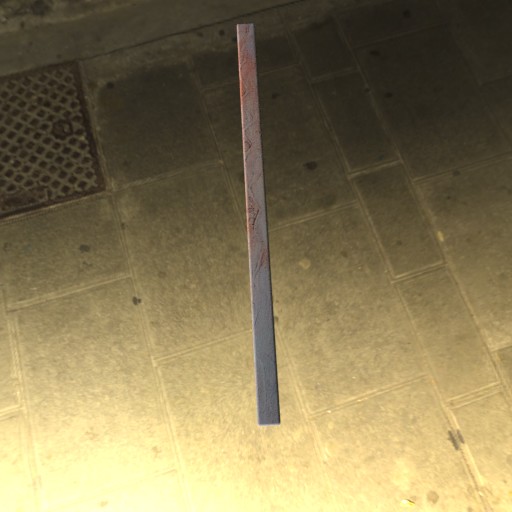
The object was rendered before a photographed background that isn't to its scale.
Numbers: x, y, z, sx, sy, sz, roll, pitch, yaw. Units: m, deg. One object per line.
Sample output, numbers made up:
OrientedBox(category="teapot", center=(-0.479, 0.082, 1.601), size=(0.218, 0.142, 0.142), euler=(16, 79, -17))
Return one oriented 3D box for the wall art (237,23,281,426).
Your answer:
OrientedBox(category="wall art", center=(0.000, 0.000, 1.131), size=(0.035, 0.747, 0.747), euler=(-3, 74, -1))
